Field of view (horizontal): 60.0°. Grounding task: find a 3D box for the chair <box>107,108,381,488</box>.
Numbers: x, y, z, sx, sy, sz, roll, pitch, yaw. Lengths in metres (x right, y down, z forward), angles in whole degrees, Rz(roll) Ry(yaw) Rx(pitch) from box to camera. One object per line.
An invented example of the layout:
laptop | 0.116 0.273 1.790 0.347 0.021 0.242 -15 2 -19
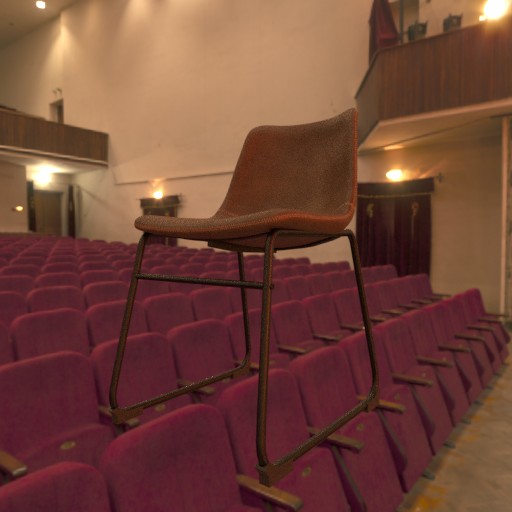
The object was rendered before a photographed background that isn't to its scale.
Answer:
chair | 0.000 0.000 1.101 0.460 0.780 0.551 2 3 37
